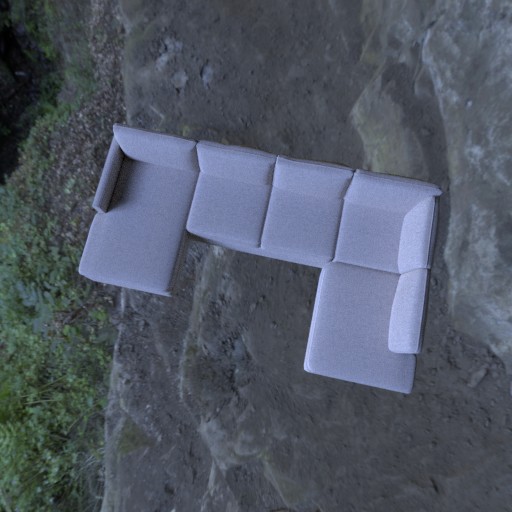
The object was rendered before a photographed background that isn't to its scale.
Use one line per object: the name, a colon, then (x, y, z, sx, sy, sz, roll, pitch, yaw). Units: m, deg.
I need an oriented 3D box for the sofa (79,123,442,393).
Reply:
sofa: (0.000, 0.000, 4.475, 3.423, 0.996, 2.021, 12, 77, 3)
